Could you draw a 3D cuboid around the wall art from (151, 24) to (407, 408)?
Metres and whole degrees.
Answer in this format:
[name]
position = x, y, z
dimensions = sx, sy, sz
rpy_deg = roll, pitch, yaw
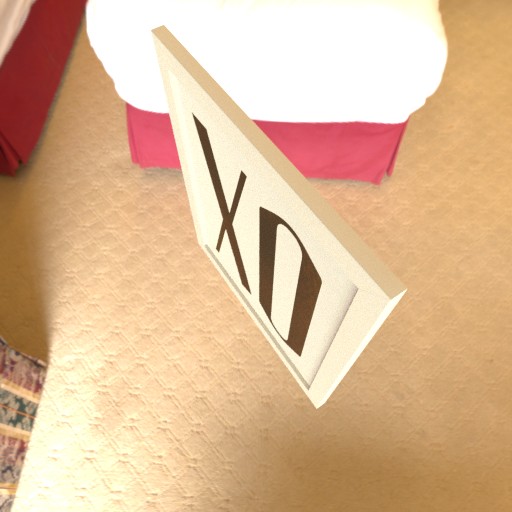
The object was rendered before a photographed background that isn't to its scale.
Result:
[wall art]
position = 0.000, 0.000, 0.708
dimensions = 0.020, 0.536, 0.444
rpy_deg = -31, 66, -16
